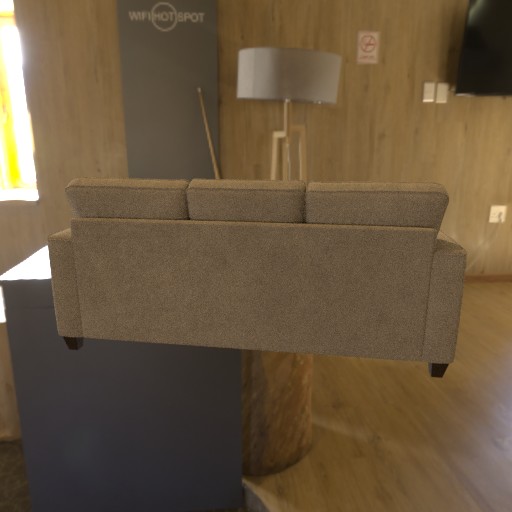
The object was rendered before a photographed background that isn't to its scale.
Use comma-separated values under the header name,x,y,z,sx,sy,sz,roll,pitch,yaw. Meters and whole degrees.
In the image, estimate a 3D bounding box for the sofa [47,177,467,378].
name,x,y,z,sx,sy,sz,roll,pitch,yaw
sofa,0.000,0.000,2.659,2.133,0.965,0.939,2,15,8
